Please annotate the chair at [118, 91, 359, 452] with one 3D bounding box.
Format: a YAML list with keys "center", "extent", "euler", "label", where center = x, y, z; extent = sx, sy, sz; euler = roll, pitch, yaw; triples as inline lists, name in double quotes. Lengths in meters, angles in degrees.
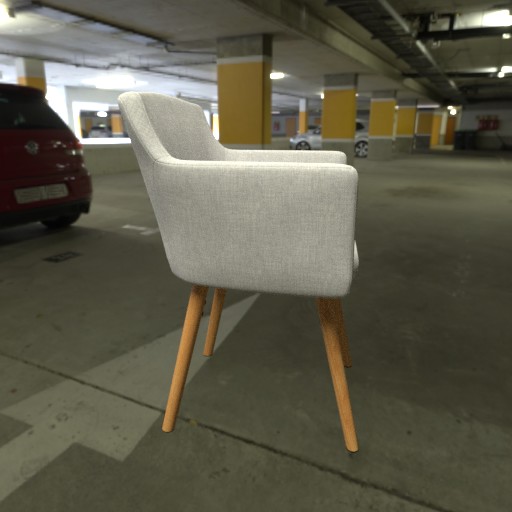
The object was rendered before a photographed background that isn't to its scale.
- center: [0.000, 0.000, 1.122]
  extent: [0.540, 0.780, 0.570]
  euler: [2, 16, 9]
  label: "chair"
